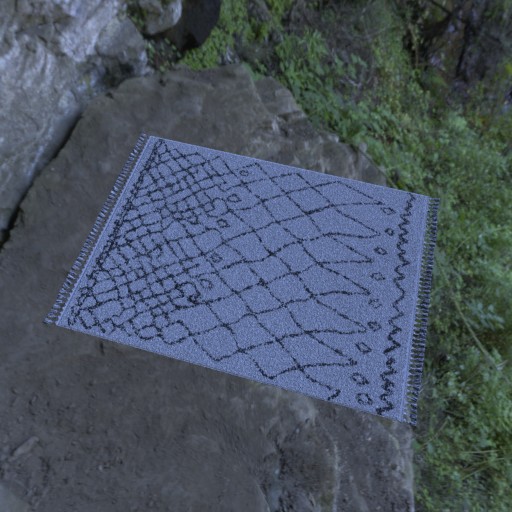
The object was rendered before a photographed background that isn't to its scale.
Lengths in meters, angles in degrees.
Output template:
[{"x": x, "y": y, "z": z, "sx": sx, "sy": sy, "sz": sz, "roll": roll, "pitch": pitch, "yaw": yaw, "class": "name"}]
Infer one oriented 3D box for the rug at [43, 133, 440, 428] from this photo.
[{"x": 0.000, "y": 0.000, "z": 2.983, "sx": 2.312, "sy": 0.017, "sz": 1.613, "roll": 14, "pitch": 64, "yaw": 7, "class": "rug"}]
